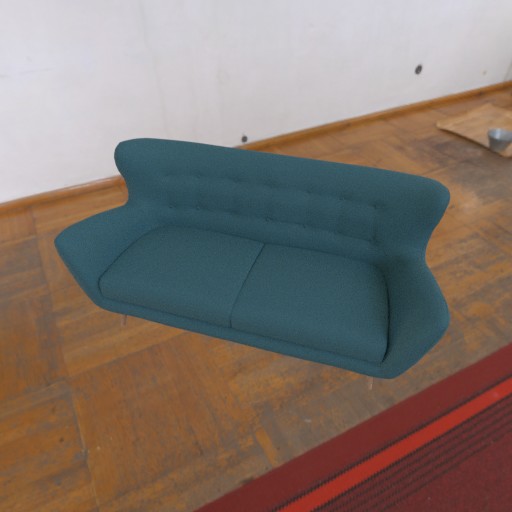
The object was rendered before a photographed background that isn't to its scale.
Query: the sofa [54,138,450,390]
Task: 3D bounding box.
[{"bbox_3d":[0.000,0.000,2.440,1.930,0.890,0.889,11,40,14],"label":"sofa"}]
